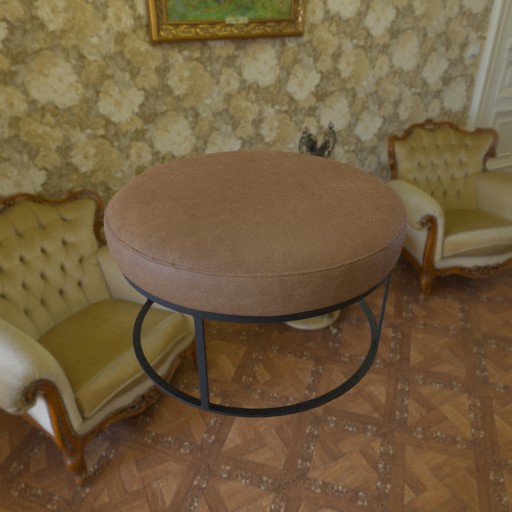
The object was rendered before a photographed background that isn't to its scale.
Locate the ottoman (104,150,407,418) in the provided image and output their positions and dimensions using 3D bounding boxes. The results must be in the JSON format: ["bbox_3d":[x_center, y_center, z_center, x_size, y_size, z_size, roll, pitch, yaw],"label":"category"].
[{"bbox_3d":[0.000,0.000,1.251,0.771,0.460,0.771,0,30,0],"label":"ottoman"}]
